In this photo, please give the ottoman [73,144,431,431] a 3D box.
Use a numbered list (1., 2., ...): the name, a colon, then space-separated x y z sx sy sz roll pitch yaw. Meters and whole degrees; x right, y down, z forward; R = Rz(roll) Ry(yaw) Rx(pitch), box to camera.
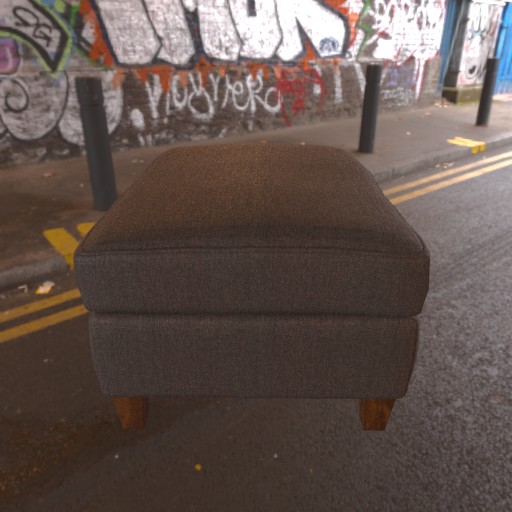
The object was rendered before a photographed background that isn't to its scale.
1. ottoman: 0.000 0.000 1.181 0.639 0.496 0.826 0 25 1
